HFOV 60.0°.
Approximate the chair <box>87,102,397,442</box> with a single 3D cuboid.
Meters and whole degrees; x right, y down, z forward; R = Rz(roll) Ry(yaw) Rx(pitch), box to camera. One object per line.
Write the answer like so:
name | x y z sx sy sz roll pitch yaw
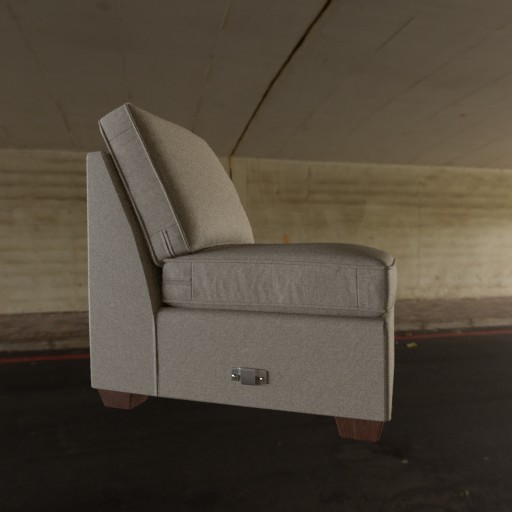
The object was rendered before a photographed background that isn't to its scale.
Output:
chair | 0.000 0.000 1.681 1.020 1.058 0.674 0 1 18
